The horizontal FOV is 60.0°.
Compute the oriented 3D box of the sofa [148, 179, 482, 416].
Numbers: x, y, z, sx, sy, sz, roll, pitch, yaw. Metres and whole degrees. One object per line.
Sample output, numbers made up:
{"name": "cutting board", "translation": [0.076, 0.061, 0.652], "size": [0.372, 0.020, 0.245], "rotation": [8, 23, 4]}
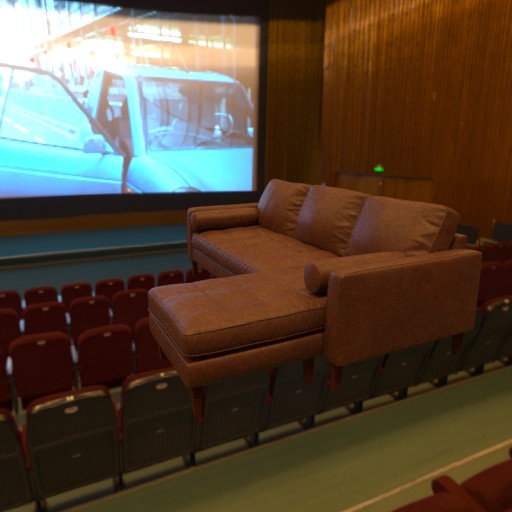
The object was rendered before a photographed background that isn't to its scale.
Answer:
{"name": "sofa", "translation": [0.000, 0.000, 2.951], "size": [1.613, 0.841, 2.185], "rotation": [-7, 17, -26]}
